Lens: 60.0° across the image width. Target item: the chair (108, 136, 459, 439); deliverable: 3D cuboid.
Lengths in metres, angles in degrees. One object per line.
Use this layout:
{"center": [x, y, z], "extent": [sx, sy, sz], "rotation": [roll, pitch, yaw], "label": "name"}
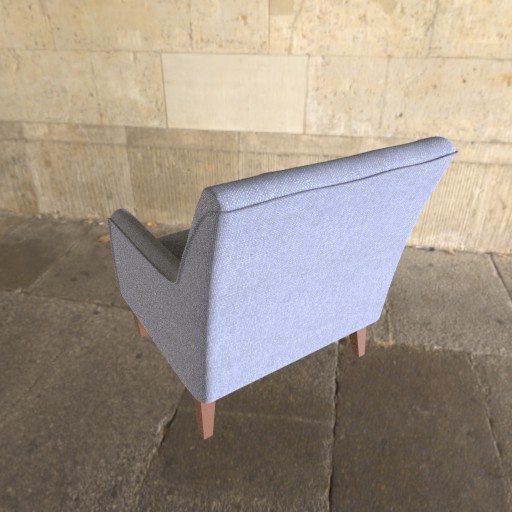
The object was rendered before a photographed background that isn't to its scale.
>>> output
{"center": [0.000, 0.000, 1.573], "extent": [0.780, 0.919, 0.899], "rotation": [-18, 35, -29], "label": "chair"}
